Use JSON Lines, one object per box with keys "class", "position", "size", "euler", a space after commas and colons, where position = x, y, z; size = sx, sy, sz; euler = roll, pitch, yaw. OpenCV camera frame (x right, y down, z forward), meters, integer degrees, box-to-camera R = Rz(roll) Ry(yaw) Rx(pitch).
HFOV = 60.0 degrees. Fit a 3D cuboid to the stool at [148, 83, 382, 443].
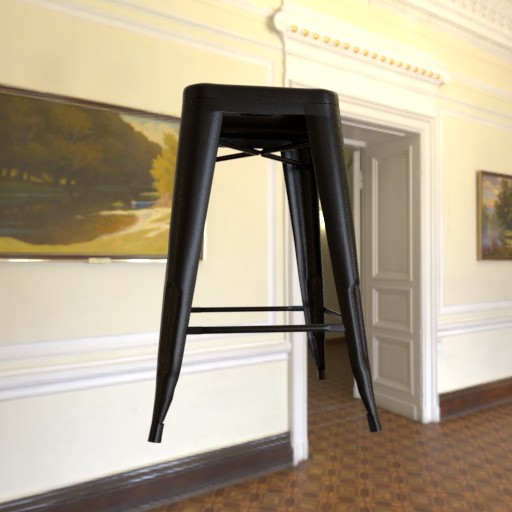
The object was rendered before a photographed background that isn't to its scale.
{"class": "stool", "position": [0.000, 0.000, 0.913], "size": [0.455, 0.609, 0.423], "euler": [0, 0, -18]}
